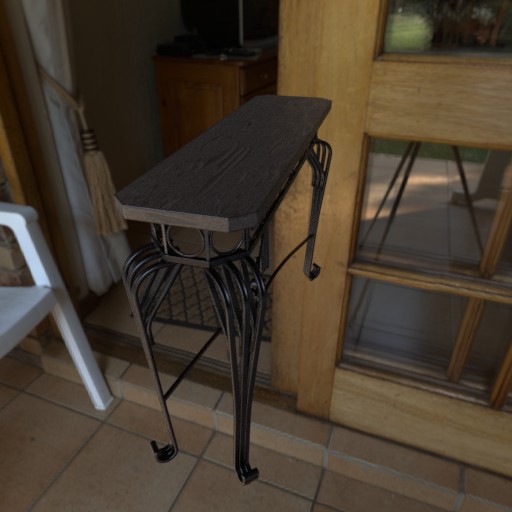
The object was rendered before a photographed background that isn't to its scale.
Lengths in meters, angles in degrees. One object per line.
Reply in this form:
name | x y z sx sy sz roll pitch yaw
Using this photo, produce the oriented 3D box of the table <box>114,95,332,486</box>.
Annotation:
table | 0.000 0.000 1.447 0.329 0.800 1.112 8 32 14
